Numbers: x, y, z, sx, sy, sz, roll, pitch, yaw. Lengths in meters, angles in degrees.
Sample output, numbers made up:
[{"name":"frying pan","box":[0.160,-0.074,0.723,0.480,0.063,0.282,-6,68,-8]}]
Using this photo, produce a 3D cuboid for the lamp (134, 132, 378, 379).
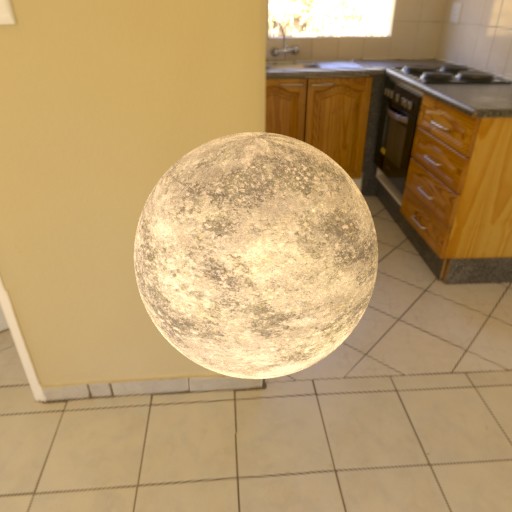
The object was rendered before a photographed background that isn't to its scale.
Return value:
[{"name":"lamp","box":[0.000,0.000,0.794,0.422,0.429,0.422,0,31,0]}]
